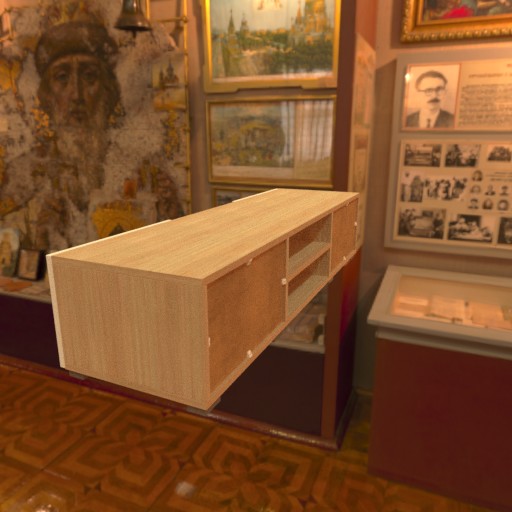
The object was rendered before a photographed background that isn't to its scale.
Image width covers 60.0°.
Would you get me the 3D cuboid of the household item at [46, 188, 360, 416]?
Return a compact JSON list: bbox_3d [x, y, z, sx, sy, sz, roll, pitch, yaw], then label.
[{"bbox_3d":[0.000,0.000,1.587,0.420,0.310,1.400,7,17,24],"label":"household item"}]
